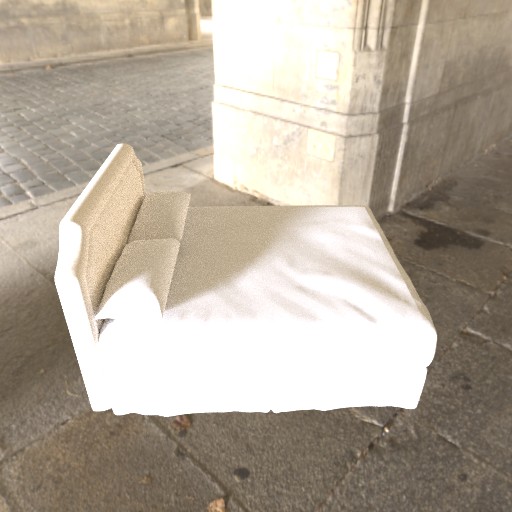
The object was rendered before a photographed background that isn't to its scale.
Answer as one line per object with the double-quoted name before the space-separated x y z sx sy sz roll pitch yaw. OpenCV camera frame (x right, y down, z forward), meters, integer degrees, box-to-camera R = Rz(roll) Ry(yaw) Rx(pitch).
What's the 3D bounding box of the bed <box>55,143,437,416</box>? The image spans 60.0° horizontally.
"bed" 0.000 0.000 3.864 2.548 1.524 2.134 -1 32 -1
